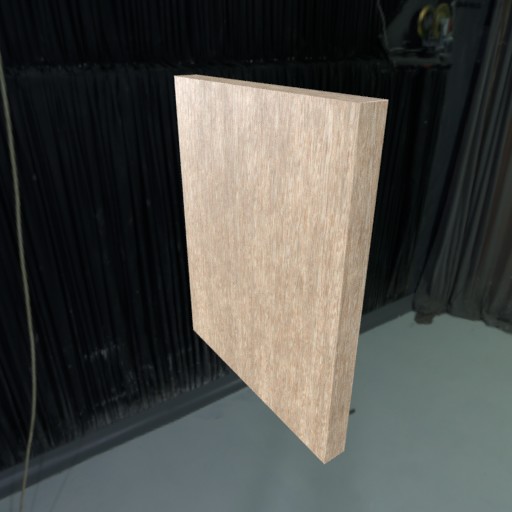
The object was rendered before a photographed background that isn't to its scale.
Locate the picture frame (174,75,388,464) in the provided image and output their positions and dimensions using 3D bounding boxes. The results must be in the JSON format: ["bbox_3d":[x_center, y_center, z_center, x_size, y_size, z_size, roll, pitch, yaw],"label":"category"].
[{"bbox_3d":[0.000,0.000,0.728,0.043,0.526,0.424,-17,31,-31],"label":"picture frame"}]
